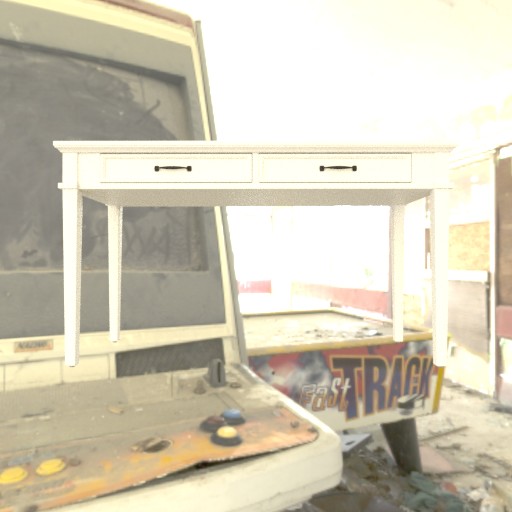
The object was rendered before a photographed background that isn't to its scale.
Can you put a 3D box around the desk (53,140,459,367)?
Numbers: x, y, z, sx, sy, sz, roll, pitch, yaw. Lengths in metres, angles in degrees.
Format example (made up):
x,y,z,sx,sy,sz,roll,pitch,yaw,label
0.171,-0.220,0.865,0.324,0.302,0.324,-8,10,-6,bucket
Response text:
x,y,z,sx,sy,sz,roll,pitch,yaw,label
0.000,0.000,1.772,1.372,0.774,0.559,0,-1,0,desk
